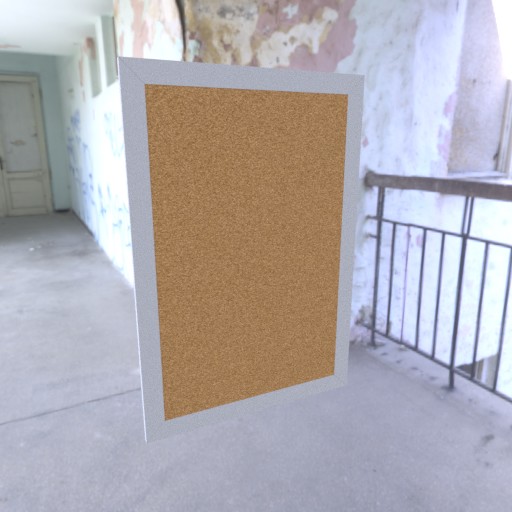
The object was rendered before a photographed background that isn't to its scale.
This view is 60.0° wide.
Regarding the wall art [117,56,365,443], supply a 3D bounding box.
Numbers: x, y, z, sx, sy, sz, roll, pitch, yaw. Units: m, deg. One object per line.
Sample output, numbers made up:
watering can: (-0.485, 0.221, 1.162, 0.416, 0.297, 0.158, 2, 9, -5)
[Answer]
wall art: (0.000, 0.000, 0.833, 0.454, 0.659, 0.011, -7, 16, -25)
